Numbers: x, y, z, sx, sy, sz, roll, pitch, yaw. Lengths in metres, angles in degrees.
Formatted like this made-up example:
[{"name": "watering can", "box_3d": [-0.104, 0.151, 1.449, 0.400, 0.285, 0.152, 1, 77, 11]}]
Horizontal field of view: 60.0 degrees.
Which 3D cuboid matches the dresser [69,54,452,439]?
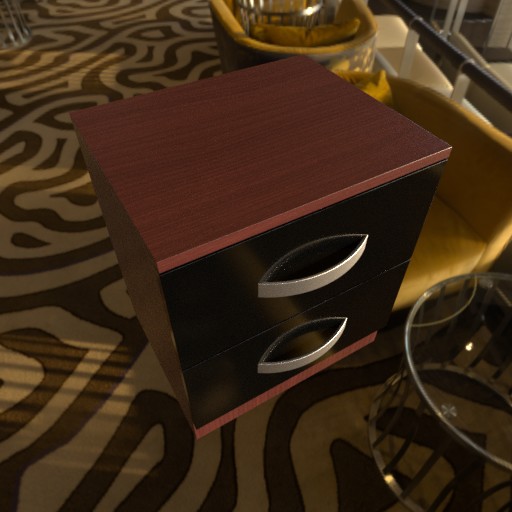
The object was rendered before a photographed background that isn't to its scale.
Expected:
[{"name": "dresser", "box_3d": [0.000, 0.000, 0.756, 0.400, 0.470, 0.360, -23, 51, -20]}]
